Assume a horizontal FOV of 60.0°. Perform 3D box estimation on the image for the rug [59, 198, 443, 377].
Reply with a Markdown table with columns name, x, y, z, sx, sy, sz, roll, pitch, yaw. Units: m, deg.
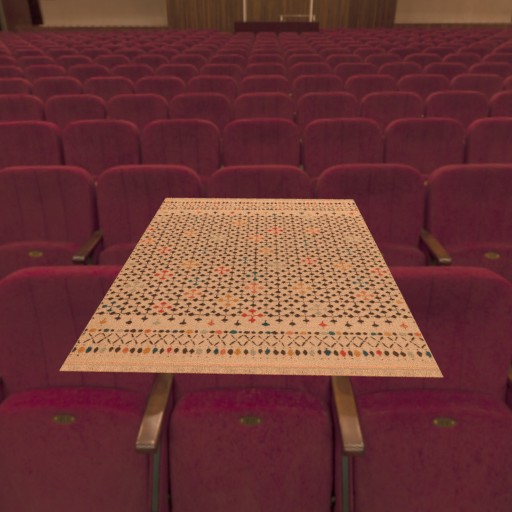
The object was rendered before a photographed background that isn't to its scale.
| name | x | y | z | sx | sy | sz | roll | pitch | yaw |
| --- | --- | --- | --- | --- | --- | --- | --- | --- | --- |
| rug | 0.000 | 0.000 | 2.017 | 1.146 | 0.006 | 1.556 | 1 | 27 | 1 |
